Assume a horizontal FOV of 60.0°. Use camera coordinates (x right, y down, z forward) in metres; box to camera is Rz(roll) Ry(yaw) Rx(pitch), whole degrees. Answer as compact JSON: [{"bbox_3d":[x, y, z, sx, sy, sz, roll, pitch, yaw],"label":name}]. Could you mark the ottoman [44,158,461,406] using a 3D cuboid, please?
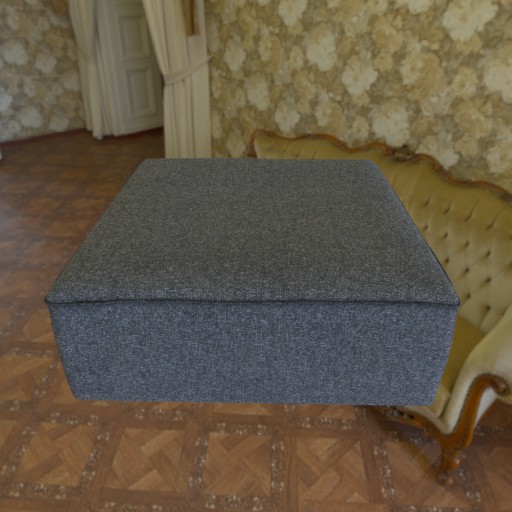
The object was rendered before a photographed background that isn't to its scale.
[{"bbox_3d":[0.000,0.000,1.550,1.017,0.423,1.021,1,31,1],"label":"ottoman"}]
